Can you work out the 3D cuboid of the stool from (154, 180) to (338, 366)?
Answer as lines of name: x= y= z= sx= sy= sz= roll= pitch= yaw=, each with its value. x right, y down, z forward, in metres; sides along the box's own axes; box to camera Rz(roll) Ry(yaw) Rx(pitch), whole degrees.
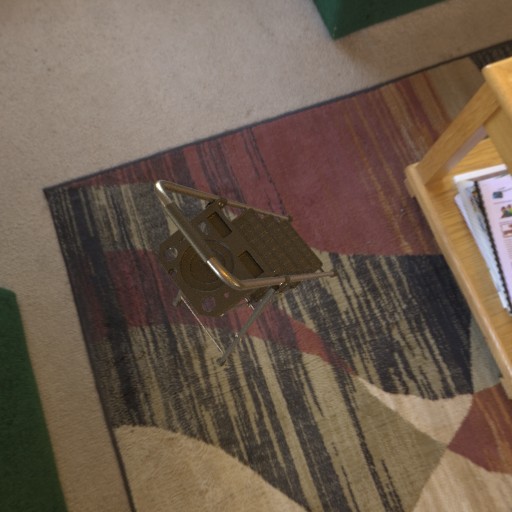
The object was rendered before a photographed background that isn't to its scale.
stool: x=0.000 y=0.000 z=1.543 sx=0.733 sy=1.277 sz=0.396 roll=-37 pitch=79 yaw=-9
